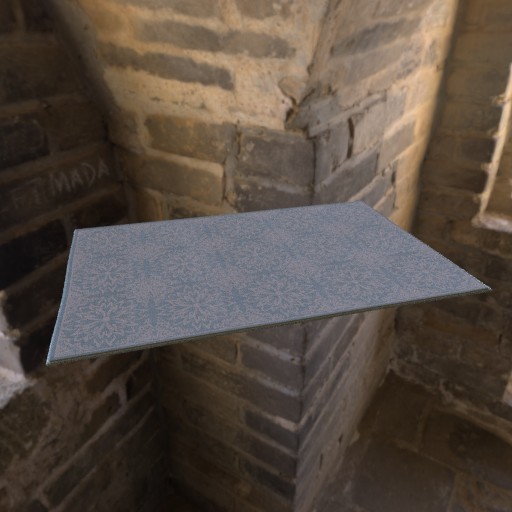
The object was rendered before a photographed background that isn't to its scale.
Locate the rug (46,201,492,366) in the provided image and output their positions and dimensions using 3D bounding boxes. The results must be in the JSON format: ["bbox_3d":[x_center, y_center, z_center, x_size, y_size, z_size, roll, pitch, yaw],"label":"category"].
[{"bbox_3d":[0.000,0.000,3.388,2.746,0.018,1.819,-7,28,-14],"label":"rug"}]
